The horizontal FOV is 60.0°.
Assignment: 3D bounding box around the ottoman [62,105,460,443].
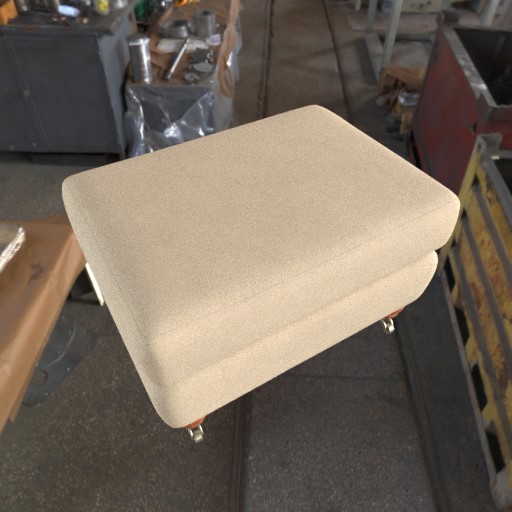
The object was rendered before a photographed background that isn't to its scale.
[{"bbox_3d":[0.000,0.000,1.147,0.773,0.504,0.569,-23,49,-21],"label":"ottoman"}]
